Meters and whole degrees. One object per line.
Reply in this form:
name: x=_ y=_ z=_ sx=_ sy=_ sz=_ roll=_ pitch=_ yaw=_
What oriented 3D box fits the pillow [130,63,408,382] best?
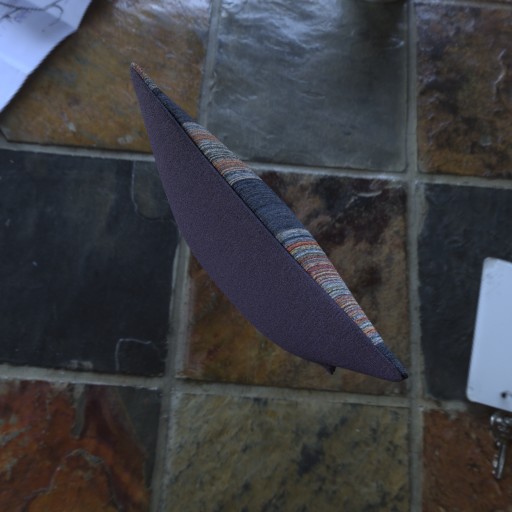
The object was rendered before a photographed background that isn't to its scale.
pillow: x=0.000 y=0.000 z=0.640 sx=0.136 sy=0.419 sz=0.437 roll=-39 pitch=79 yaw=-9
